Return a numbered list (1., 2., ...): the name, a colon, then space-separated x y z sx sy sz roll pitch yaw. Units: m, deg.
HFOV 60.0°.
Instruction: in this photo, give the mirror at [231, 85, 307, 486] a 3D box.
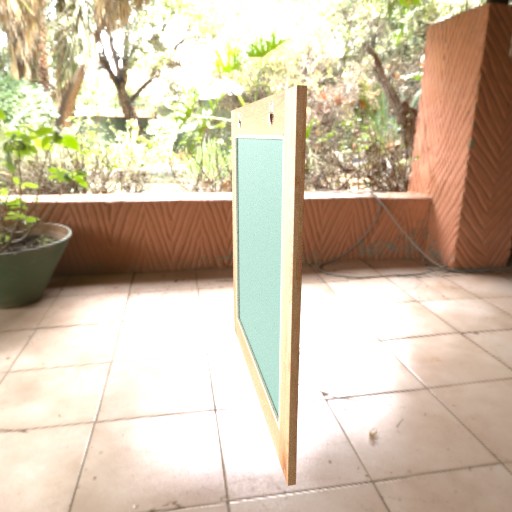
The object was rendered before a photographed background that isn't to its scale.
1. mirror: 0.000 0.000 1.218 0.020 0.800 0.800 -3 15 -11
